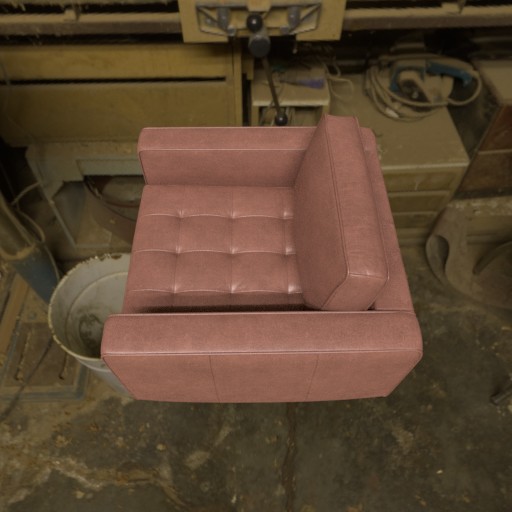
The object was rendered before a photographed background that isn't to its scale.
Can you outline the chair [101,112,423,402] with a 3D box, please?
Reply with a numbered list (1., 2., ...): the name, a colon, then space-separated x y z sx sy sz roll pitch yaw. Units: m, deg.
1. chair: 0.000 0.000 1.559 0.900 0.770 0.920 -1 57 0
